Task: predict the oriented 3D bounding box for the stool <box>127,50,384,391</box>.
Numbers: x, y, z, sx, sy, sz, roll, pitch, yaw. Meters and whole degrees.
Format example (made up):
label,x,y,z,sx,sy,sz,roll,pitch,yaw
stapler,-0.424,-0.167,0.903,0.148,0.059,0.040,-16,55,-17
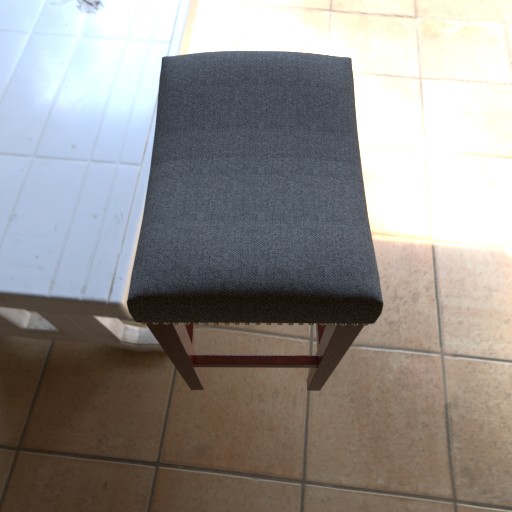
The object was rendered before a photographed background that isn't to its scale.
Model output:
label,x,y,z,sx,sy,sz,roll,pitch,yaw
stool,0.000,0.000,1.023,0.372,0.742,0.504,0,64,0
